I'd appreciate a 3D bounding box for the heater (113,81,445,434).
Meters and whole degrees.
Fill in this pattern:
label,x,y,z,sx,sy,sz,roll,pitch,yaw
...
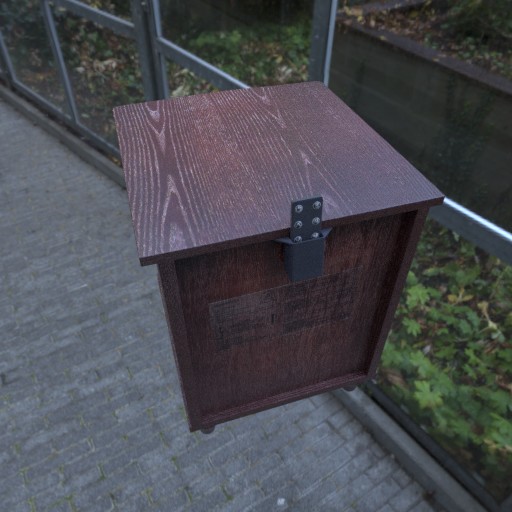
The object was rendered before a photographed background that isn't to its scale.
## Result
label,x,y,z,sx,sy,sz,roll,pitch,yaw
heater,0.000,0.000,0.753,0.362,0.481,0.400,-12,44,-13
